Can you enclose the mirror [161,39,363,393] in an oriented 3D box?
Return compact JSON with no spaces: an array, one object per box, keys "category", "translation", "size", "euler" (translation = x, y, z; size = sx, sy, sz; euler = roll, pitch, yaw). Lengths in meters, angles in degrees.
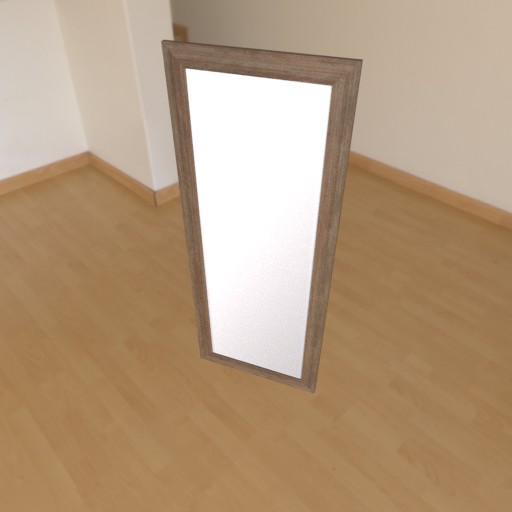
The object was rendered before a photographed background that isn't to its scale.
[{"category":"mirror","translation":[0.000,0.000,2.336],"size":[0.812,2.032,0.025],"euler":[13,41,16]}]
